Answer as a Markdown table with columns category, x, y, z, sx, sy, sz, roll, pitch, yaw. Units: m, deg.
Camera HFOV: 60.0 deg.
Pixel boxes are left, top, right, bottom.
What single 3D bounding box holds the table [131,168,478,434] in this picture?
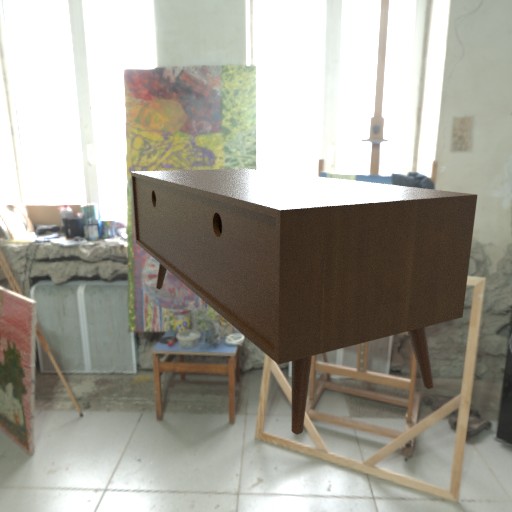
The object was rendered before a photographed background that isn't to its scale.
| category | x | y | z | sx | sy | sz | roll | pitch | yaw |
| --- | --- | --- | --- | --- | --- | --- | --- | --- | --- |
| table | 0.000 | 0.000 | 1.365 | 0.490 | 0.464 | 1.119 | -7 | 16 | -26 |
